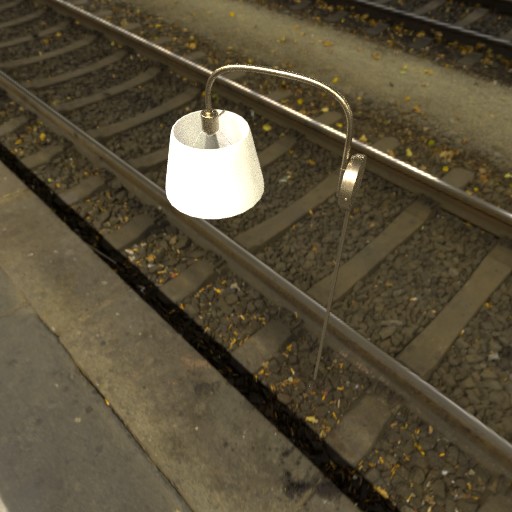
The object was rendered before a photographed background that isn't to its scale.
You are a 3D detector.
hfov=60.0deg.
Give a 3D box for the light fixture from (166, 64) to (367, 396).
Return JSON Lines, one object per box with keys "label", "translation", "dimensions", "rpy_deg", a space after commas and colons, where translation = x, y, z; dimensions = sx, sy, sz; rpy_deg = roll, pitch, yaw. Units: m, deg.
{"label": "light fixture", "translation": [0.000, 0.000, 0.463], "dimensions": [0.176, 0.399, 0.092], "rpy_deg": [18, 49, 16]}
